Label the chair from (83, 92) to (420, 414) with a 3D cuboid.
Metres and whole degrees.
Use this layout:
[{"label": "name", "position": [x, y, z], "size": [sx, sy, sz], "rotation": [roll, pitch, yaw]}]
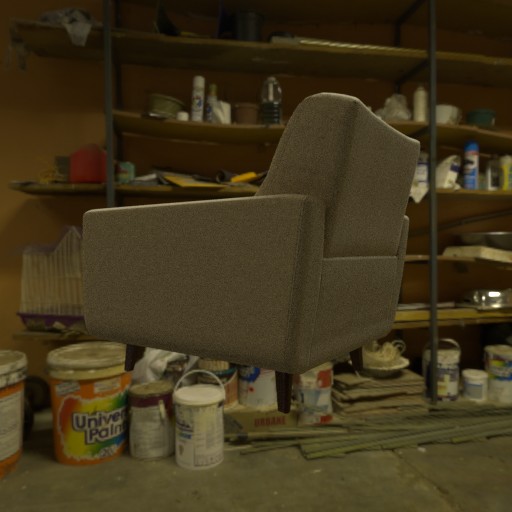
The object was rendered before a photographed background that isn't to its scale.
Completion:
[{"label": "chair", "position": [0.000, 0.000, 1.797], "size": [1.128, 0.965, 0.897], "rotation": [0, 1, 36]}]
